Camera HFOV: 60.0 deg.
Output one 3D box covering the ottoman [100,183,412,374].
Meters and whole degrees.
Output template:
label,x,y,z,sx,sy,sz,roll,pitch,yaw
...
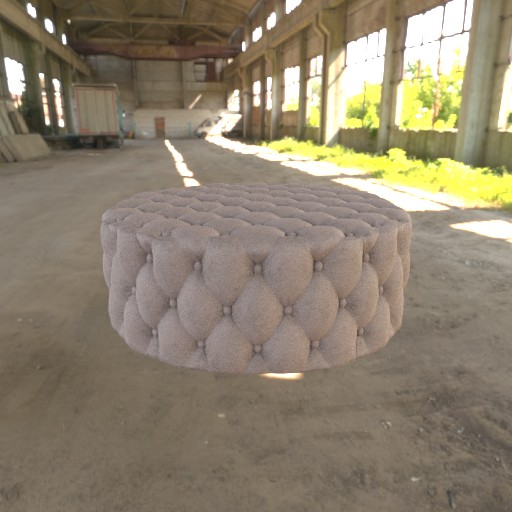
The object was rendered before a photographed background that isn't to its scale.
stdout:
label,x,y,z,sx,sy,sz,roll,pitch,yaw
ottoman,0.000,0.000,1.515,0.998,0.399,0.998,0,17,0
